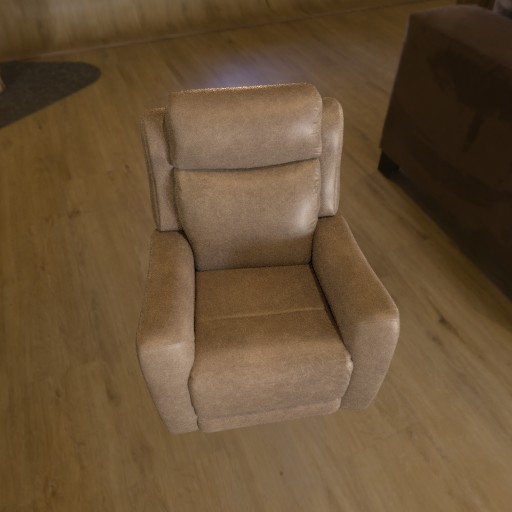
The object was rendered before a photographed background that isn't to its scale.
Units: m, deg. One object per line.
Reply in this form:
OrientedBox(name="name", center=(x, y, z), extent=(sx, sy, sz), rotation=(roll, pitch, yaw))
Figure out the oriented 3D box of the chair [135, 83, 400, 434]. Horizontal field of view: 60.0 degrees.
OrientedBox(name="chair", center=(0.000, 0.000, 1.928), extent=(0.965, 1.116, 1.068), rotation=(-5, 46, -5))
